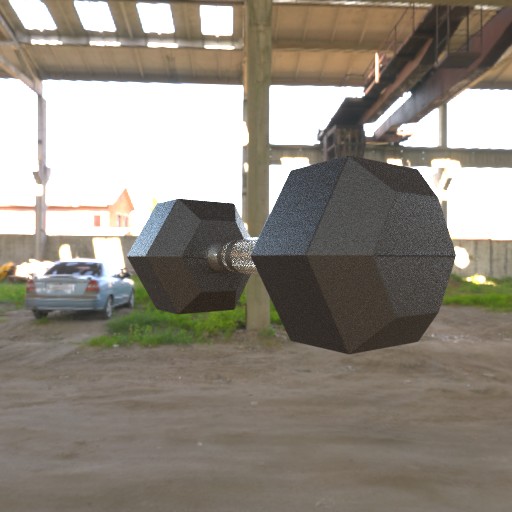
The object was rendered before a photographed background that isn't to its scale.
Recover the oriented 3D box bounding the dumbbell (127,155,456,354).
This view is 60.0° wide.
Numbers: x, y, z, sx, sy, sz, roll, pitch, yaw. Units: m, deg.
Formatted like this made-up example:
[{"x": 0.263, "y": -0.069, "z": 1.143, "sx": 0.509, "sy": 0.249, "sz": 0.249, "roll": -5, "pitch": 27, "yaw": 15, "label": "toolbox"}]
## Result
[{"x": 0.000, "y": 0.000, "z": 0.378, "sx": 0.129, "sy": 0.113, "sz": 0.315, "roll": 0, "pitch": 0, "yaw": -36, "label": "dumbbell"}]
